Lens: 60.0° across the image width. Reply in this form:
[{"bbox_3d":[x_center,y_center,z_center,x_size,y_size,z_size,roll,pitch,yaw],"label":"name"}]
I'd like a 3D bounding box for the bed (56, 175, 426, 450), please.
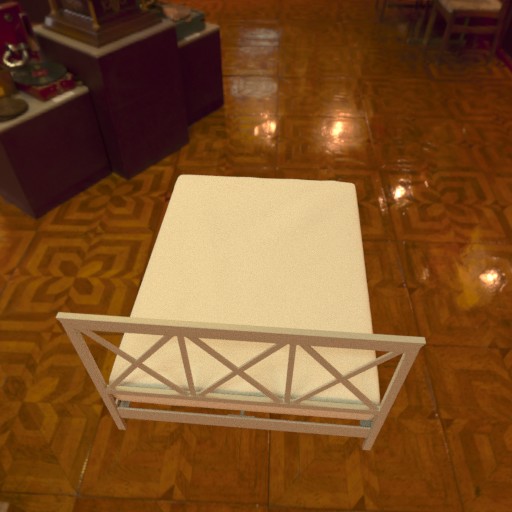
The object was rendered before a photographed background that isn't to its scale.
[{"bbox_3d":[0.000,0.000,3.178,1.673,1.253,2.135,3,46,3],"label":"bed"}]
